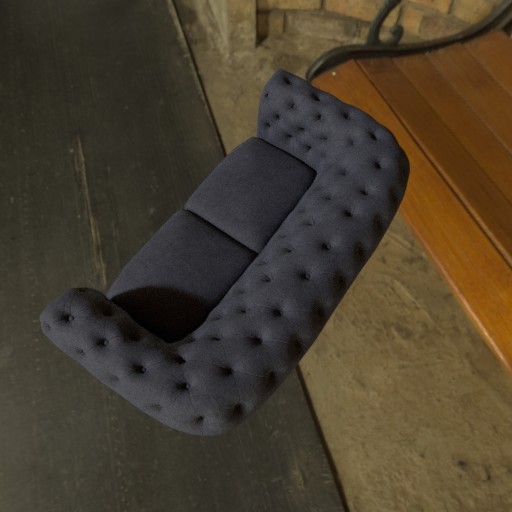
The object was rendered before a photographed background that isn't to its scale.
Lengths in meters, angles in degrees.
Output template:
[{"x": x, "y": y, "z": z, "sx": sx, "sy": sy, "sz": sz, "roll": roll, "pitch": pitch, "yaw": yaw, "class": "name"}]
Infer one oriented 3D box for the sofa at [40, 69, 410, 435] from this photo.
[{"x": 0.000, "y": 0.000, "z": 2.489, "sx": 1.082, "sy": 0.833, "sz": 1.988, "roll": 32, "pitch": 68, "yaw": 15, "class": "sofa"}]
